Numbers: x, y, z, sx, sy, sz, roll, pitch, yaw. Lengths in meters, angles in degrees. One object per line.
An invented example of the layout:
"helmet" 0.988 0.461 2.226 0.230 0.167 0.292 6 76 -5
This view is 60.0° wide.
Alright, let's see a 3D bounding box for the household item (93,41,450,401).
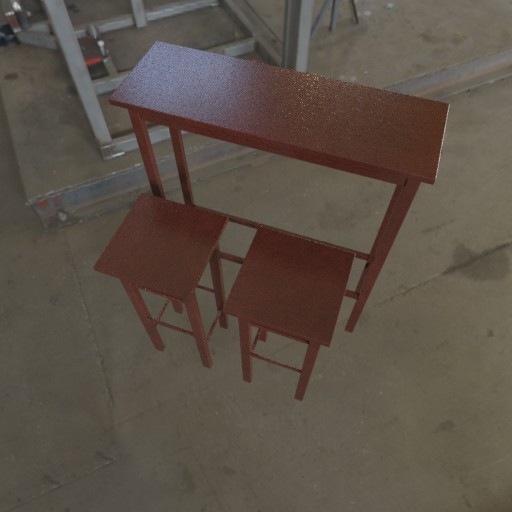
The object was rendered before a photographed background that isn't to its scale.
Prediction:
"household item" 0.000 0.000 1.603 0.914 1.067 0.676 17 59 10
